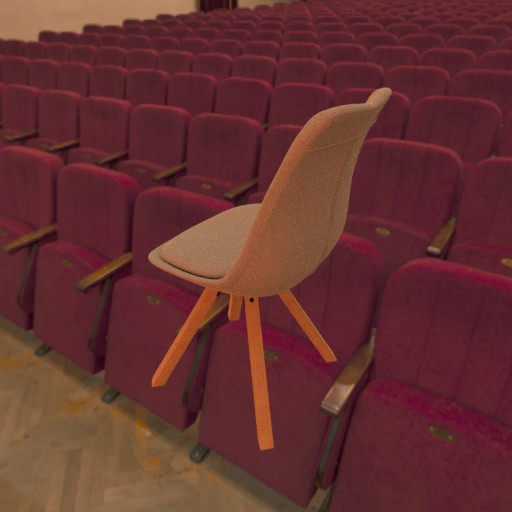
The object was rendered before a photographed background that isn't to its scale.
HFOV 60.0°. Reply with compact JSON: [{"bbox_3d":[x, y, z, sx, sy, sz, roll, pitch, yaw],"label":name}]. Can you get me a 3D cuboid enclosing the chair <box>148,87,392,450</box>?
[{"bbox_3d":[0.000,0.000,1.179,0.549,0.863,0.474,19,35,29],"label":"chair"}]
